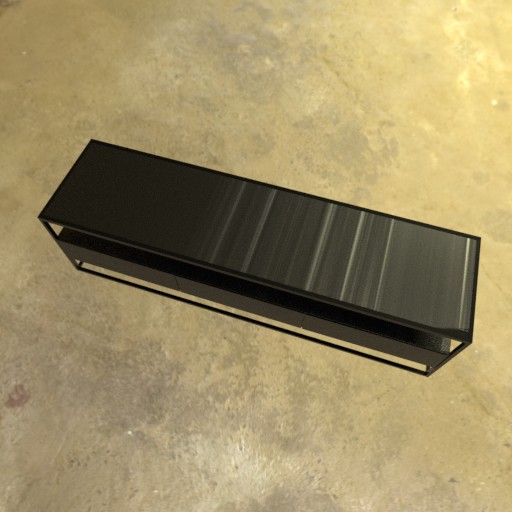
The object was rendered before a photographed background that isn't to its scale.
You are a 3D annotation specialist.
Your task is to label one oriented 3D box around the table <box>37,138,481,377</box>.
[{"bbox_3d":[0.000,0.000,1.703,1.486,0.395,0.399,16,61,9],"label":"table"}]
